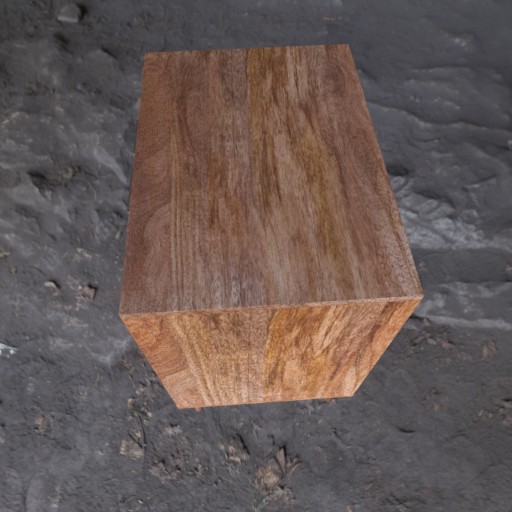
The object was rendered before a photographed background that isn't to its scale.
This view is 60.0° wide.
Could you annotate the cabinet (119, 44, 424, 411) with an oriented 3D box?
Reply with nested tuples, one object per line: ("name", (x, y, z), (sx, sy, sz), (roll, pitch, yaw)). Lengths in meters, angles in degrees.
("cabinet", (0.000, 0.000, 1.163), (0.473, 0.758, 0.647), (-3, 58, -2))
